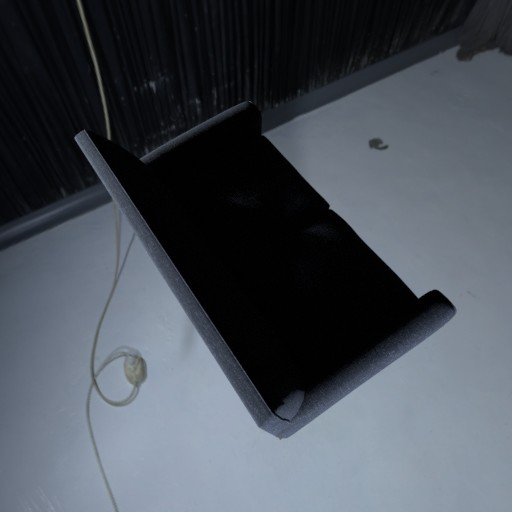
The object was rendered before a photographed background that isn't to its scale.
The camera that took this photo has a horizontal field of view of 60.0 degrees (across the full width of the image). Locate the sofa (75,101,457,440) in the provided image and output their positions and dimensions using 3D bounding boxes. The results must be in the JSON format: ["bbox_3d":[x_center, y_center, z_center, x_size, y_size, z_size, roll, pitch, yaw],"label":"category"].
[{"bbox_3d":[0.000,0.000,1.968,0.875,0.846,1.420,-30,63,-17],"label":"sofa"}]
